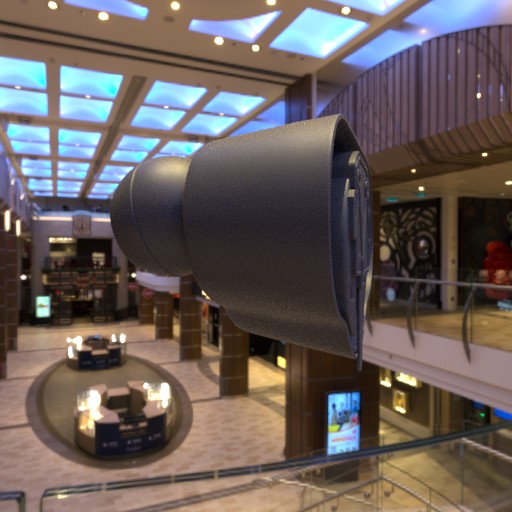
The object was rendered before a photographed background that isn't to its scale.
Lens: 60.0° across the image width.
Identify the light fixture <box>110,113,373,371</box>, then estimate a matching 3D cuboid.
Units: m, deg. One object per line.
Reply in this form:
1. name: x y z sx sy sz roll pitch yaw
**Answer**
1. light fixture: 0.000 0.000 0.334 0.159 0.159 0.229 0 0 20
